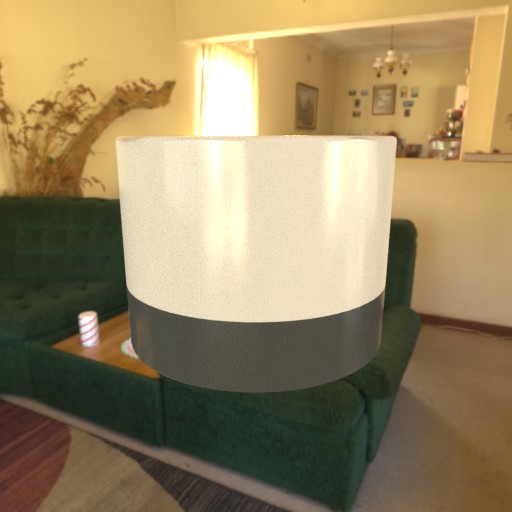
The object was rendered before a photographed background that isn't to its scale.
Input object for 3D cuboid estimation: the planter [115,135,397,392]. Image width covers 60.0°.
[{"bbox_3d":[0.000,0.000,0.340,0.193,0.177,0.193,0,15,0],"label":"planter"}]
